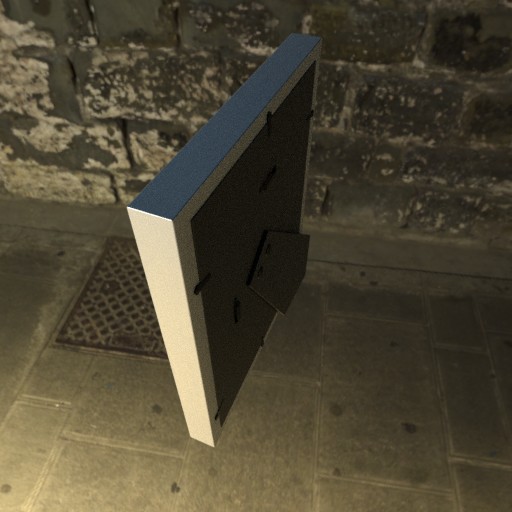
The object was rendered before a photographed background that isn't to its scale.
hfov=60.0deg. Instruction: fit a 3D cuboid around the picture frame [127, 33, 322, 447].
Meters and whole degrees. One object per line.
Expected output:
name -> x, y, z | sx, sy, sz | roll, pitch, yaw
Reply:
picture frame -> 0.000, 0.000, 0.381 | 0.036, 0.282, 0.233 | 17, 49, 15
